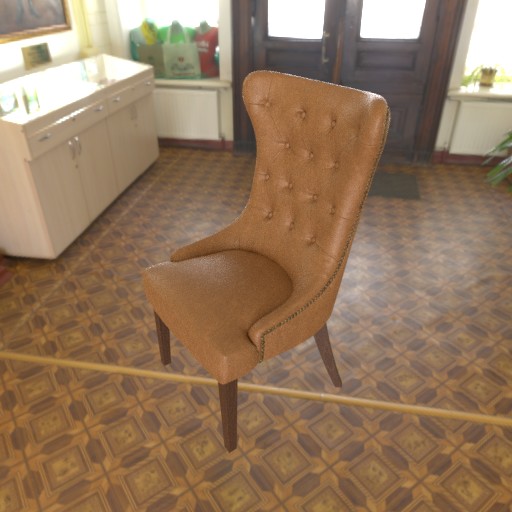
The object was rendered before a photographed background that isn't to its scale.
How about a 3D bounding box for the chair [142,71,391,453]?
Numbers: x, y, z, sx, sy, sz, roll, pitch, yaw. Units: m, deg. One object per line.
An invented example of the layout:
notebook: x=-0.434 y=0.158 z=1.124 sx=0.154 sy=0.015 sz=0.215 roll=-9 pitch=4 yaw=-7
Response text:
chair: x=0.000 y=0.000 z=1.498 sx=0.669 sy=1.065 sz=0.611 roll=-21 pitch=37 yaw=-30
